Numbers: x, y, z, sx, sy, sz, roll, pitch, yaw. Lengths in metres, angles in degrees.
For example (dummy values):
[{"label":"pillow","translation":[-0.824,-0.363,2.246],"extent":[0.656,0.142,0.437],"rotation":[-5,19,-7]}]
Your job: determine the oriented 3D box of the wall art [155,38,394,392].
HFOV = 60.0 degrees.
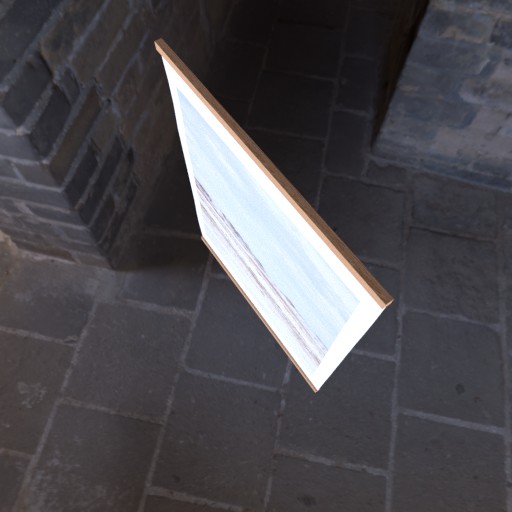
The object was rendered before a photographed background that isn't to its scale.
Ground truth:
[{"label":"wall art","translation":[0.000,0.000,0.686],"extent":[0.010,0.507,0.404],"rotation":[-33,69,-14]}]
